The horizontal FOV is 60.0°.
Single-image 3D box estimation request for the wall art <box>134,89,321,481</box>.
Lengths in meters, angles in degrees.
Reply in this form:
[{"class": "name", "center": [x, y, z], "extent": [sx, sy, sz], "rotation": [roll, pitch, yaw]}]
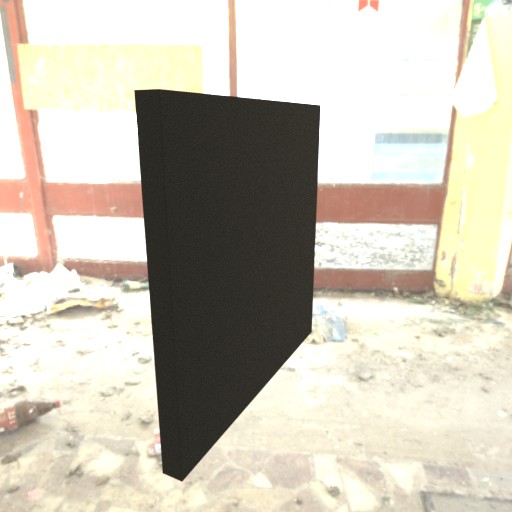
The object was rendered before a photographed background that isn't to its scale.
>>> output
[{"class": "wall art", "center": [0.000, 0.000, 0.688], "extent": [0.030, 0.458, 0.462], "rotation": [8, 19, 26]}]
